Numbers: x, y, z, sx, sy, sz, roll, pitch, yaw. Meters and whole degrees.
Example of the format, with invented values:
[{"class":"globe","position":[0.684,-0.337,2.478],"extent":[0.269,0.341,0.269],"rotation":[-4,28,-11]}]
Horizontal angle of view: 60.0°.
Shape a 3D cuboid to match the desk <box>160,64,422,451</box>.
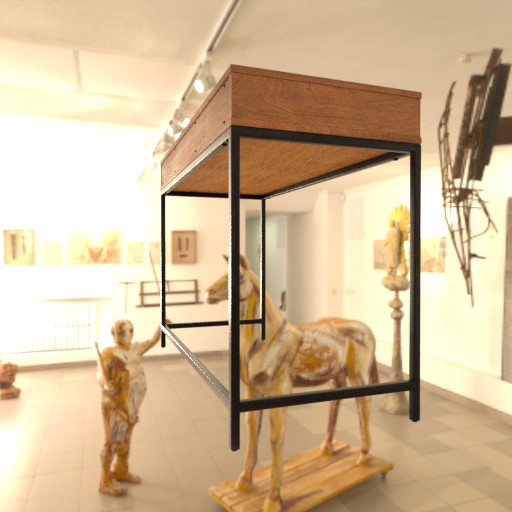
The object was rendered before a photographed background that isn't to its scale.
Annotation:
[{"class":"desk","position":[0.000,0.000,1.426],"extent":[0.470,0.762,1.016],"rotation":[0,1,-20]}]
